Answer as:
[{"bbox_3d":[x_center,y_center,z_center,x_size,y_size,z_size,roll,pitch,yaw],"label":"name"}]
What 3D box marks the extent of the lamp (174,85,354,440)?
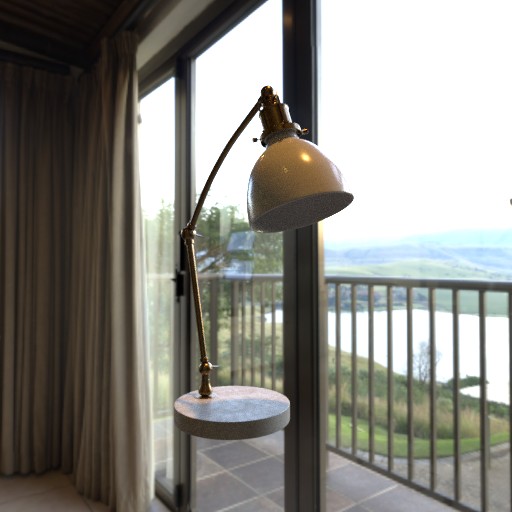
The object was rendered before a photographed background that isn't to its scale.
[{"bbox_3d":[0.000,0.000,0.694,0.317,0.522,0.186,-1,-1,36],"label":"lamp"}]
